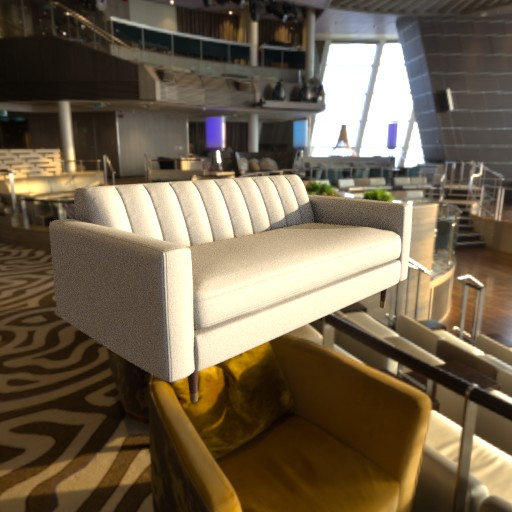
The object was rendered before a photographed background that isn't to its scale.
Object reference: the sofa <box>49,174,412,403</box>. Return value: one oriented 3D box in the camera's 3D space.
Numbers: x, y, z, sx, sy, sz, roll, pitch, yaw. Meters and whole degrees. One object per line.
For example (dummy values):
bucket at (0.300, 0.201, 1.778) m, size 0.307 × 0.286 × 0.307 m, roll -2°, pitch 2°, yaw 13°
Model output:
sofa at (0.000, 0.000, 2.486) m, size 0.969 × 0.814 × 1.895 m, roll 13°, pitch 19°, yaw 43°
